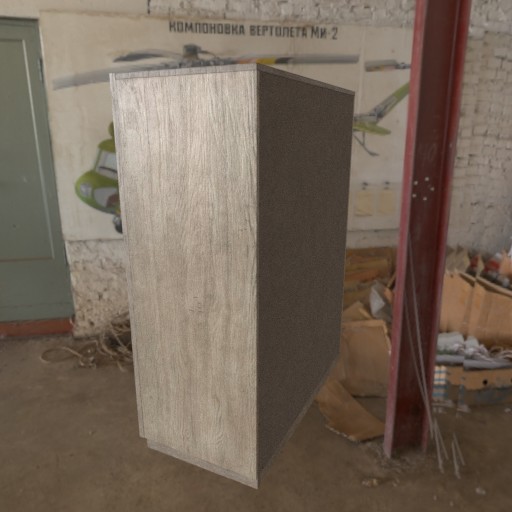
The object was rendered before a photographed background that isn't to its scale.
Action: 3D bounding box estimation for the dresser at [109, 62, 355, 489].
[{"bbox_3d":[0.000,0.000,1.785,0.483,1.295,0.967,8,18,25],"label":"dresser"}]
